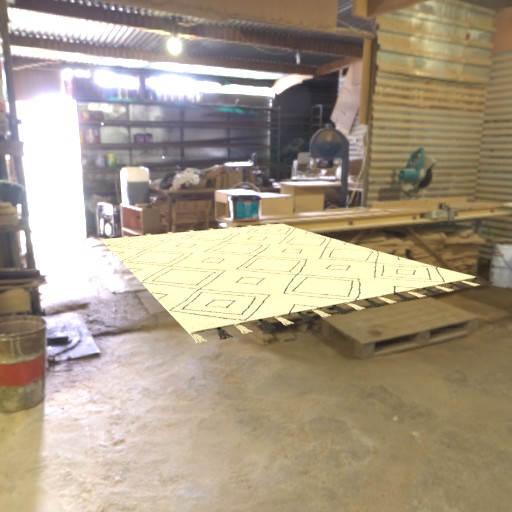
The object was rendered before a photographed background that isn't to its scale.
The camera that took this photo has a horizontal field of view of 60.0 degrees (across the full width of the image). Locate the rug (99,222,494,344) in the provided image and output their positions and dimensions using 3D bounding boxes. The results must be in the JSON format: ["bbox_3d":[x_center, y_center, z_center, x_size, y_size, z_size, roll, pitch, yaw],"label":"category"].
[{"bbox_3d":[0.000,0.000,4.171,2.342,0.026,3.221,-7,15,-27],"label":"rug"}]
